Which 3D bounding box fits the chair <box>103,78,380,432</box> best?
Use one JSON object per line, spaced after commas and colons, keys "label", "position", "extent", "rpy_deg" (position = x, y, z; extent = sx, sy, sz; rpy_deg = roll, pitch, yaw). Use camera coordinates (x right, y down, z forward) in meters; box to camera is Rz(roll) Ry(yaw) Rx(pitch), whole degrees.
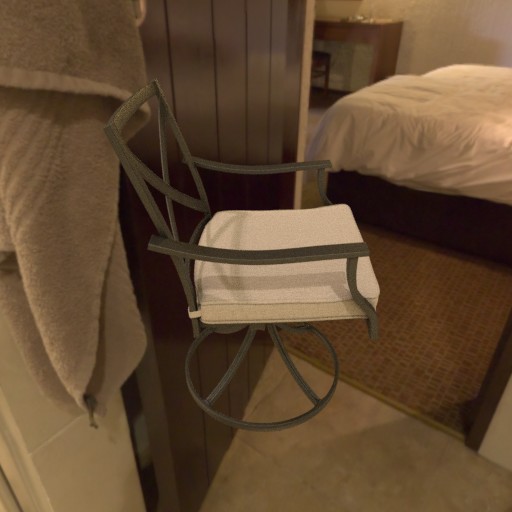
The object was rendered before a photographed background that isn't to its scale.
{"label": "chair", "position": [0.000, 0.000, 1.285], "extent": [0.620, 0.889, 0.575], "rpy_deg": [0, 32, 0]}
